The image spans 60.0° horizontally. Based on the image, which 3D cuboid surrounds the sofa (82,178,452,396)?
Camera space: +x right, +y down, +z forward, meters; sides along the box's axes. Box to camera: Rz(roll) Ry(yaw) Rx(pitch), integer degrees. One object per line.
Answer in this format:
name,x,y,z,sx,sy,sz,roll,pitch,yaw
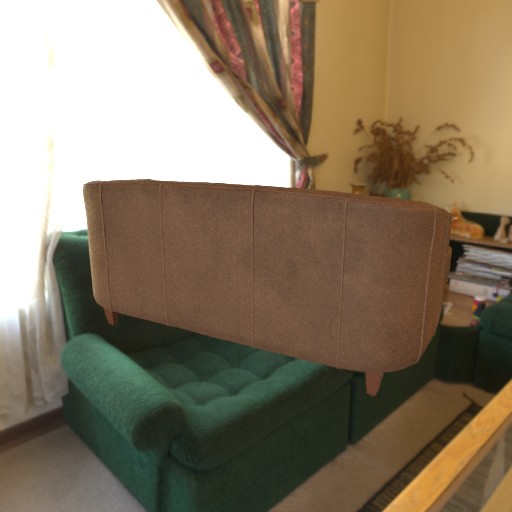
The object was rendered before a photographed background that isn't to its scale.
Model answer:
sofa,0.000,0.000,2.262,1.767,0.799,0.917,8,16,28
